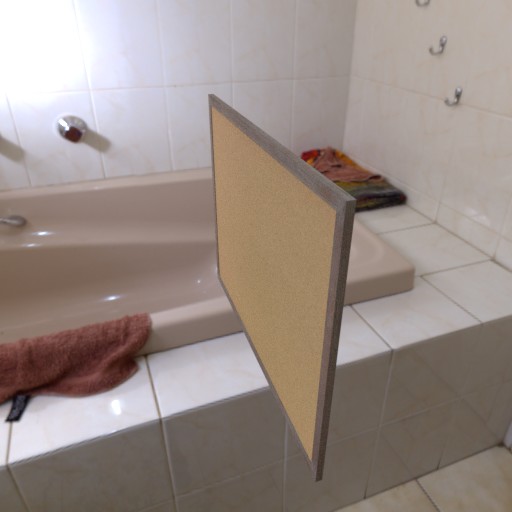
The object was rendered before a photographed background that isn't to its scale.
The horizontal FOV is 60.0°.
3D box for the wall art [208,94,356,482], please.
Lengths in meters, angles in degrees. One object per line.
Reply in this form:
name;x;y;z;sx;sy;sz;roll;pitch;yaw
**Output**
wall art;0.000;0.000;1.355;0.019;0.774;1.012;-10;31;-16
